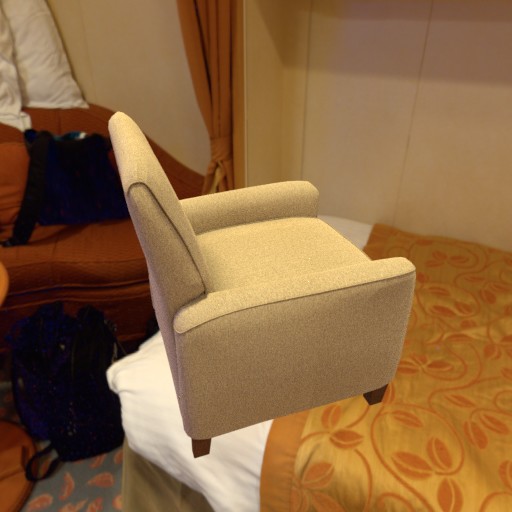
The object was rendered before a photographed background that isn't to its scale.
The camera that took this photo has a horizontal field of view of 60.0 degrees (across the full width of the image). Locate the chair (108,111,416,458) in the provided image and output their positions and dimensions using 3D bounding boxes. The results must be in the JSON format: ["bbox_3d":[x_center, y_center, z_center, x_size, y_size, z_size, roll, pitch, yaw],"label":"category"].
[{"bbox_3d":[0.000,0.000,1.616,0.864,1.014,0.848,-10,32,-17],"label":"chair"}]
